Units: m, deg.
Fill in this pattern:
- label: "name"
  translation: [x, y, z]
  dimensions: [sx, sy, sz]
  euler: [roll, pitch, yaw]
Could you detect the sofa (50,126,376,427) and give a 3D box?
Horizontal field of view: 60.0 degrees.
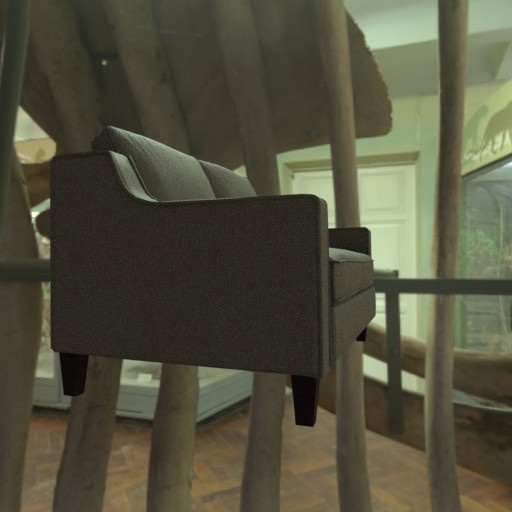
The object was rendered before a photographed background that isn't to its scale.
- label: "sofa"
  translation: [0.000, 0.000, 2.069]
  dimensions: [0.985, 0.981, 1.503]
  euler: [0, 0, 20]
